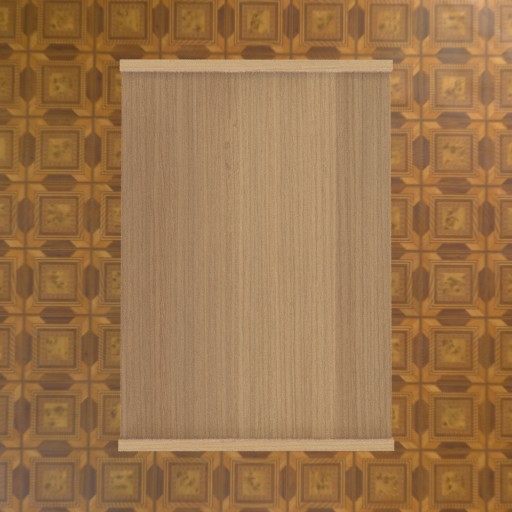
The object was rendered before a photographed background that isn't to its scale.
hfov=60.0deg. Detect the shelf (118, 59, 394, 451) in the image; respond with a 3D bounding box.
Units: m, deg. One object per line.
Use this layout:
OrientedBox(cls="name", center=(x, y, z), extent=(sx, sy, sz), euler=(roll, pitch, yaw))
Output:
OrientedBox(cls="shelf", center=(0.000, 0.000, 0.621), extent=(0.290, 0.305, 0.415), euler=(0, 89, 0))
